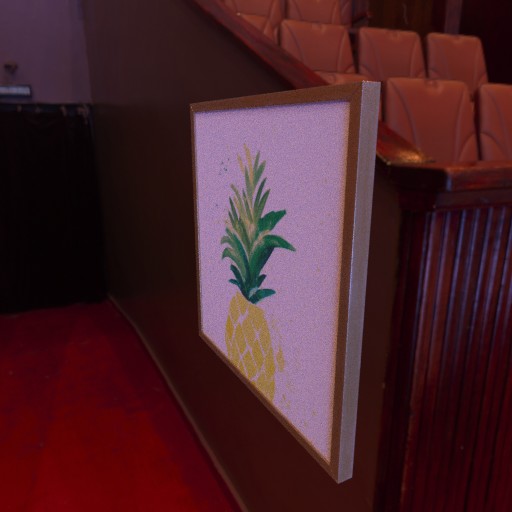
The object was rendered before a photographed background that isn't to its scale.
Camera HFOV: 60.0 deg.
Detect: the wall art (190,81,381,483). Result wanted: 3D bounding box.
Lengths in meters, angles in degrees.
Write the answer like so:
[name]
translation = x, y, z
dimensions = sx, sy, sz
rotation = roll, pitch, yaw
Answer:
[wall art]
translation = 0.000, 0.000, 1.120
dimensions = 0.037, 0.760, 0.762
rotation = -9, 18, -27
